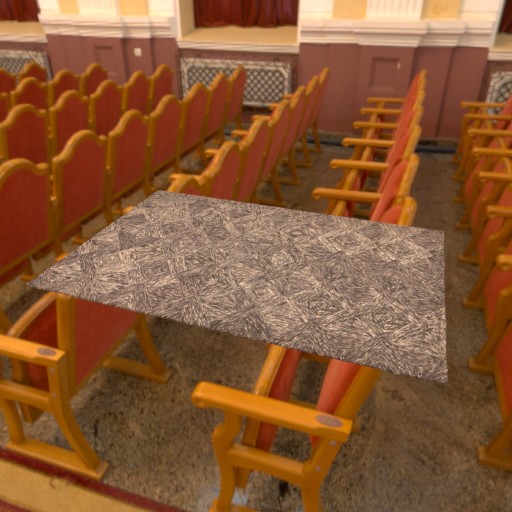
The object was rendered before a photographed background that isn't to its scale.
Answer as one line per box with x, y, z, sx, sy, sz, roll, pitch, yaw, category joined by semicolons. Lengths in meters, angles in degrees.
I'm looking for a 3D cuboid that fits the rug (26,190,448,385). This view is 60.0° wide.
0.000;0.000;2.240;1.808;0.011;1.189;10;32;17;rug
